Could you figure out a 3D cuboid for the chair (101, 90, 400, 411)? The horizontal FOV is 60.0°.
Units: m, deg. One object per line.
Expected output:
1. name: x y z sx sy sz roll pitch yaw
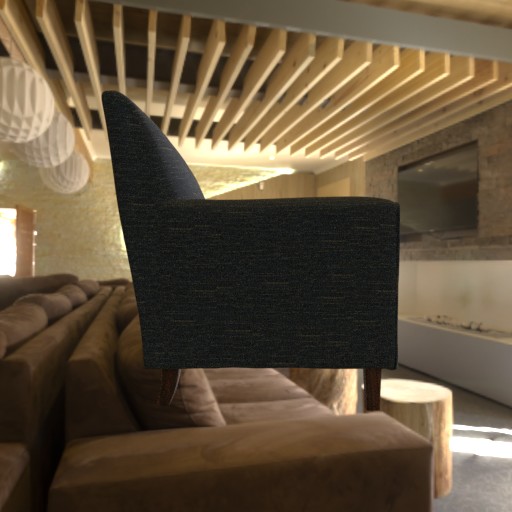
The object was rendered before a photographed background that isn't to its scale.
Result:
1. chair: 0.000 0.000 1.661 0.873 0.928 0.864 0 -1 0
